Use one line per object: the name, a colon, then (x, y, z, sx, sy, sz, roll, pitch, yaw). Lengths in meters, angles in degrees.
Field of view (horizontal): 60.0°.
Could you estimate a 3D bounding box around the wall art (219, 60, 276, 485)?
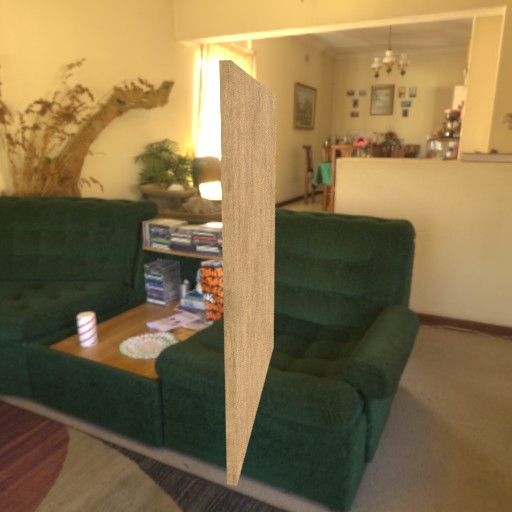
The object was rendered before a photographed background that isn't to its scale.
wall art: (0.000, 0.000, 0.939, 0.018, 0.686, 0.534, 2, 15, 9)
